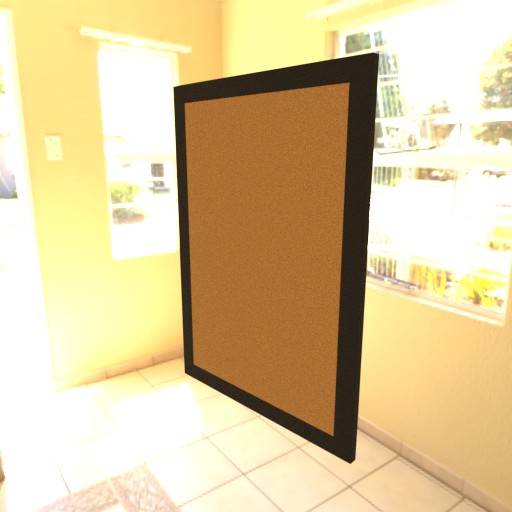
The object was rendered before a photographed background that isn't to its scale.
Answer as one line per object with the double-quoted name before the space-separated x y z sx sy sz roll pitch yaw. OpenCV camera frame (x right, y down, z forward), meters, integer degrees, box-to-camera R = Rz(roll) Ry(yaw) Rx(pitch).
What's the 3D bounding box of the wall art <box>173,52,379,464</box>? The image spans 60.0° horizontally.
"wall art" 0.000 0.000 0.692 0.380 0.534 0.013 12 18 43
